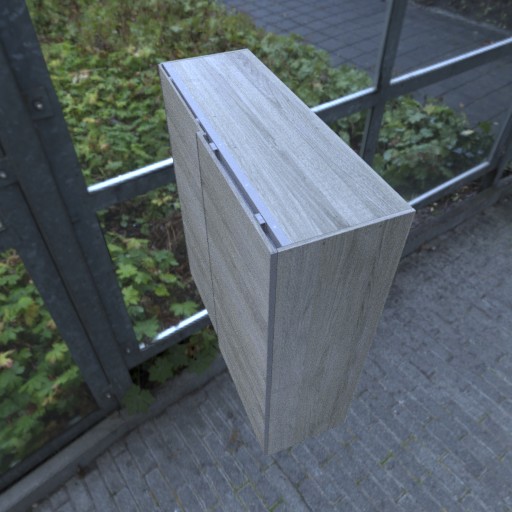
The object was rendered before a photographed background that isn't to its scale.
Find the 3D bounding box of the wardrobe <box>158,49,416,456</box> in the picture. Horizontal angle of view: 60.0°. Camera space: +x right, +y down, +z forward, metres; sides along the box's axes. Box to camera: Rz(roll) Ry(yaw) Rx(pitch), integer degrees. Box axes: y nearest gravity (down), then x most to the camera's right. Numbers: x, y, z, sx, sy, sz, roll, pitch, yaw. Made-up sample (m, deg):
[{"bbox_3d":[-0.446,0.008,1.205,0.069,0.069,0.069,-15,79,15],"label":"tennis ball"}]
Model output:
[{"bbox_3d":[0.000,0.000,2.936,0.629,1.960,1.780,-17,48,-16],"label":"wardrobe"}]
